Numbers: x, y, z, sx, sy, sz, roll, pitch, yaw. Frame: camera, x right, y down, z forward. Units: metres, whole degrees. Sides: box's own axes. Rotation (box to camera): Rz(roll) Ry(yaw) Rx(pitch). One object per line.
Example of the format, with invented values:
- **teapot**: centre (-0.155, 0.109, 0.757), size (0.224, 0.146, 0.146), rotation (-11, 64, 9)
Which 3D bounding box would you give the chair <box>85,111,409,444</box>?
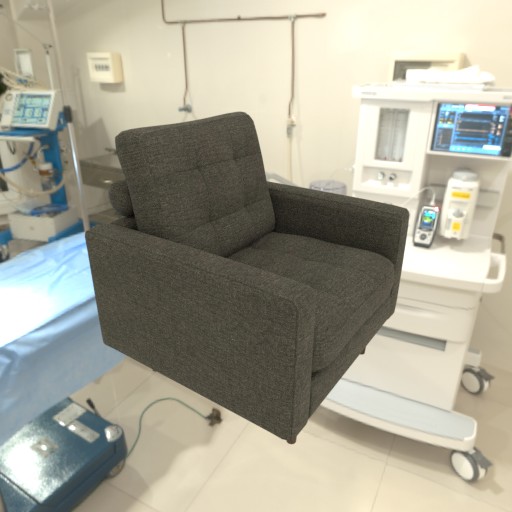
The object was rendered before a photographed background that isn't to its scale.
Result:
- **chair**: centre (0.000, 0.000, 1.548), size (0.843, 0.880, 0.821), rotation (16, 29, 31)
